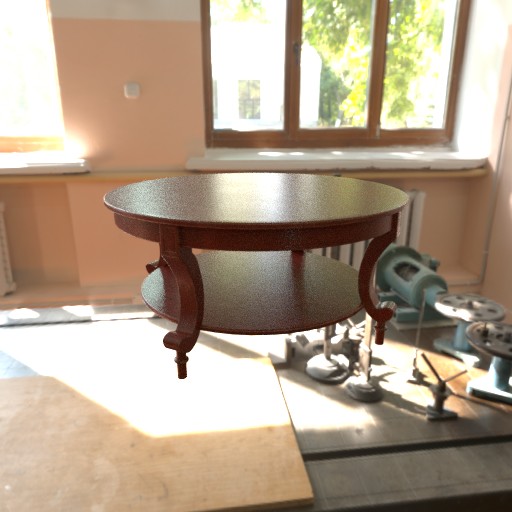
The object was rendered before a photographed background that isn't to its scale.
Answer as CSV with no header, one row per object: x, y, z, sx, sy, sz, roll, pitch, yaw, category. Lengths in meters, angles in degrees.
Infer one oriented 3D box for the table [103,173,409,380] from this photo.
0.000,0.000,1.633,1.029,0.486,1.029,0,17,0,table
